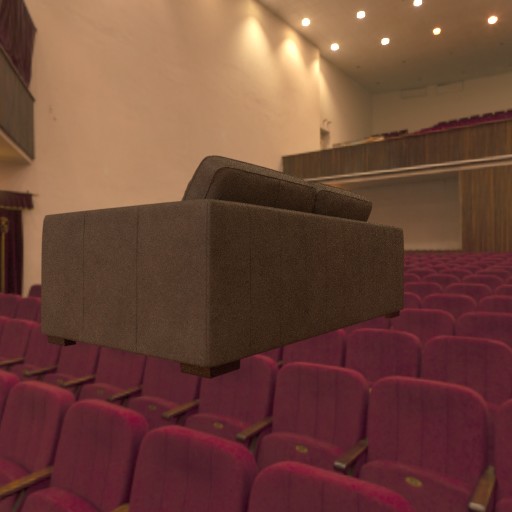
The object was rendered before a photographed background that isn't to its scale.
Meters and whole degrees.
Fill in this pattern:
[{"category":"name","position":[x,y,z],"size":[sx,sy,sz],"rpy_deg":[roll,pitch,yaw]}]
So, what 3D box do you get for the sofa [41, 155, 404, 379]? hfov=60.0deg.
[{"category":"sofa","position":[0.000,0.000,2.473],"size":[1.070,0.800,1.920],"rpy_deg":[0,0,36]}]
